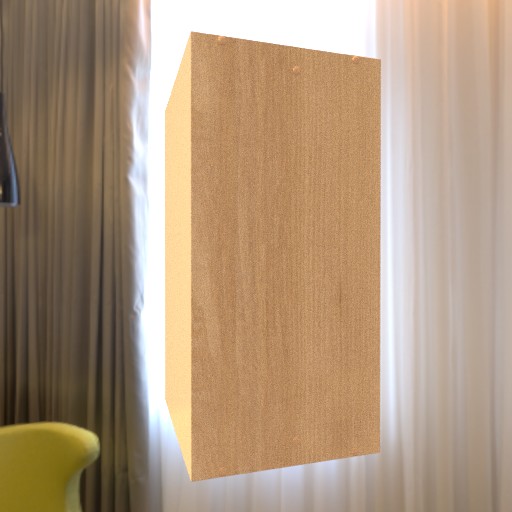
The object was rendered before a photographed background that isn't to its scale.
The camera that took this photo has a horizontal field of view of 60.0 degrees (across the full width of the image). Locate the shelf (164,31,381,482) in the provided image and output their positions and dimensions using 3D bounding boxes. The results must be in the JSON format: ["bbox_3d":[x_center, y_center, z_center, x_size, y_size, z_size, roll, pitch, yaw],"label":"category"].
[{"bbox_3d":[0.000,0.000,0.798,0.290,0.600,0.350,0,0,-17],"label":"shelf"}]
